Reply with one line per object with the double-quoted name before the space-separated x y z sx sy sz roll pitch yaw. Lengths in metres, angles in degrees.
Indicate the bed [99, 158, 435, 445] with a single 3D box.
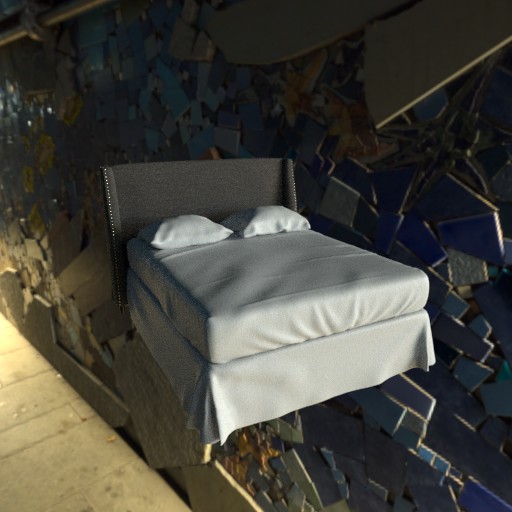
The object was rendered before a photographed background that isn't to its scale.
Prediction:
"bed" 0.000 0.000 3.499 1.925 1.332 2.276 -9 19 -26
